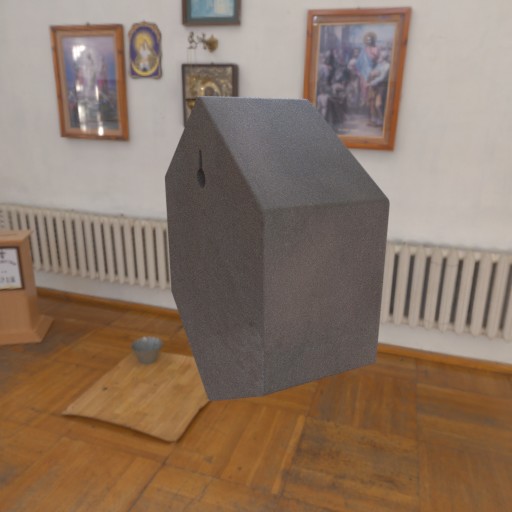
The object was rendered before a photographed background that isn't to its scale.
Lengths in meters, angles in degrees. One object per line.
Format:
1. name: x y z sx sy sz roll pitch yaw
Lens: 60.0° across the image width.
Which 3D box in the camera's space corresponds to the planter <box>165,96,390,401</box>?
1. planter: 0.000 0.000 0.306 0.077 0.206 0.169 -8 18 -25
